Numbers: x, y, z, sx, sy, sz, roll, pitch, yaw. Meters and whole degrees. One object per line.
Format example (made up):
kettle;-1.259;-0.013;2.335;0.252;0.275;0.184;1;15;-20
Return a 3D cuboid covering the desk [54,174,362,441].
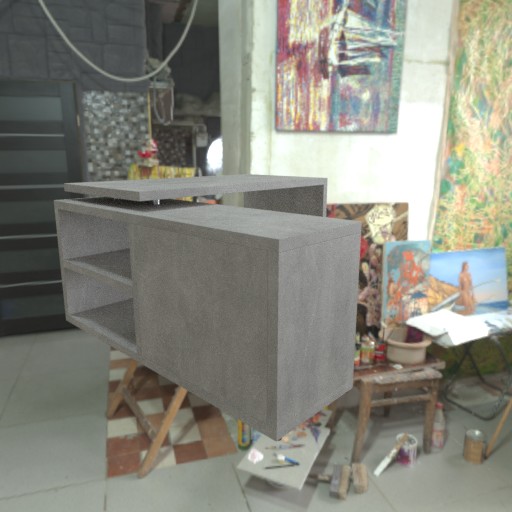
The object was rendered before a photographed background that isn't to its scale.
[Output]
desk;0.000;0.000;2.306;1.500;0.740;1.400;12;18;42
